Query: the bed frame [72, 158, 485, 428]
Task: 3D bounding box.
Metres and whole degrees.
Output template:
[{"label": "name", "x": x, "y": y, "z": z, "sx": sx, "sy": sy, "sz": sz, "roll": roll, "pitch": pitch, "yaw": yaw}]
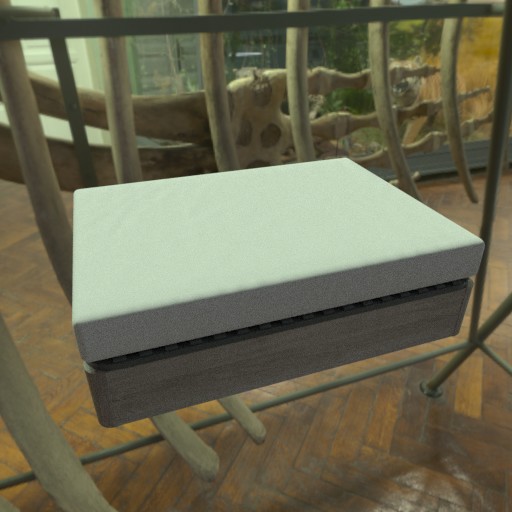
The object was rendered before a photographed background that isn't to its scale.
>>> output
[{"label": "bed frame", "x": 0.000, "y": 0.000, "z": 2.548, "sx": 1.900, "sy": 0.561, "sz": 1.400, "roll": -10, "pitch": 32, "yaw": -17}]
